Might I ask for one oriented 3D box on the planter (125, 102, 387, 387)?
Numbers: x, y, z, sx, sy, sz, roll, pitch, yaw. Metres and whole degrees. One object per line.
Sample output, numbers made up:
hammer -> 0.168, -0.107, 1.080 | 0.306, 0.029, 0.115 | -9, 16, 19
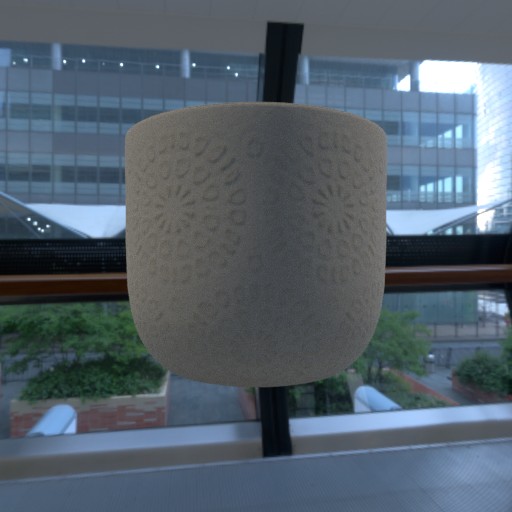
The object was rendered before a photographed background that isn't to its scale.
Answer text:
planter -> 0.000, 0.000, 0.219 | 0.124, 0.109, 0.124 | 0, -1, 0
